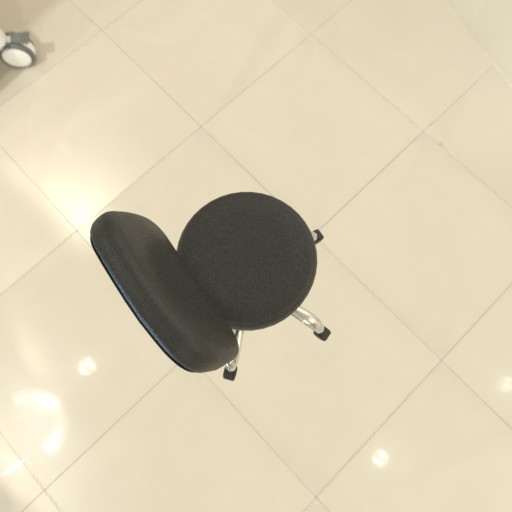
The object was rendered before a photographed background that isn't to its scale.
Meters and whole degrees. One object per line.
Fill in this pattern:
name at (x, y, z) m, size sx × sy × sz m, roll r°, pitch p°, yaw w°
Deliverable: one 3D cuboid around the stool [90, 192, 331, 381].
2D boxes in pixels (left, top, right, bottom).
stool at (0.000, 0.000, 1.314) m, size 0.648 × 0.862 × 0.673 m, roll -36°, pitch 79°, yaw -8°
